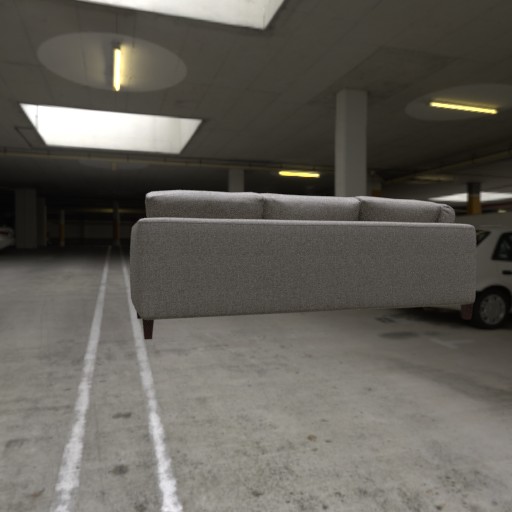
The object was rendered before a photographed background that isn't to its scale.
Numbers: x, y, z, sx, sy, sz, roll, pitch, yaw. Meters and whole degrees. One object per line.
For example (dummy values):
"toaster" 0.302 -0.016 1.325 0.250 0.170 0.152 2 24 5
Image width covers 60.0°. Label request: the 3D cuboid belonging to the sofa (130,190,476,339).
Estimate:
"sofa" 0.000 0.000 4.598 2.593 0.947 3.302 0 1 -18
